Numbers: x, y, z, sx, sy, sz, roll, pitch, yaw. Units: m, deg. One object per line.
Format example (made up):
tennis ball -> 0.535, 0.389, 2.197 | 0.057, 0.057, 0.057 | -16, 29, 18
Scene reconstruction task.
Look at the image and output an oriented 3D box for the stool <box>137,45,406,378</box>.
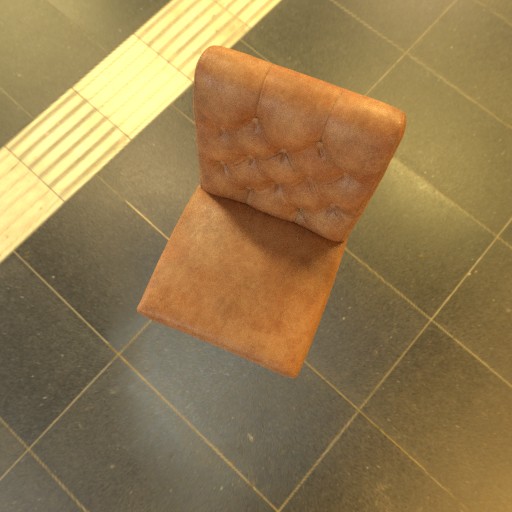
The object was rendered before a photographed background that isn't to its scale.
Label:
stool -> 0.000, 0.000, 1.367 | 0.493, 1.047, 0.601 | 22, 77, 5
